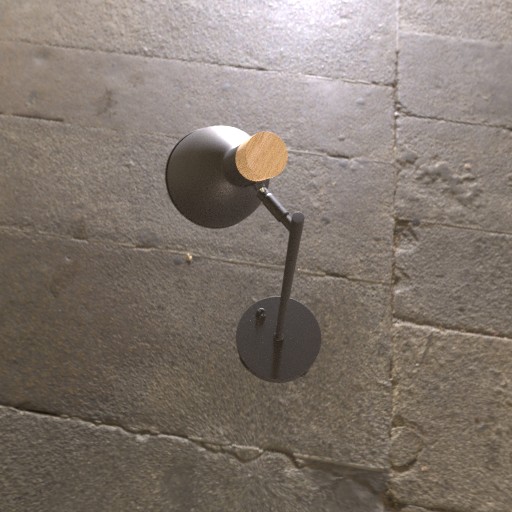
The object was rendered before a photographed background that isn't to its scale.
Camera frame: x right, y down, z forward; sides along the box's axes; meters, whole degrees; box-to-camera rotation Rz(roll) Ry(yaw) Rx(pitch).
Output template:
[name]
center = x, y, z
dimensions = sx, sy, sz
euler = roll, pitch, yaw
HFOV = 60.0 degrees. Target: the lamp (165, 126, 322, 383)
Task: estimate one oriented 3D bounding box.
[lamp]
center = 0.000, 0.000, 0.609
dimensions = 0.152, 0.483, 0.287
euler = -33, 68, -15
